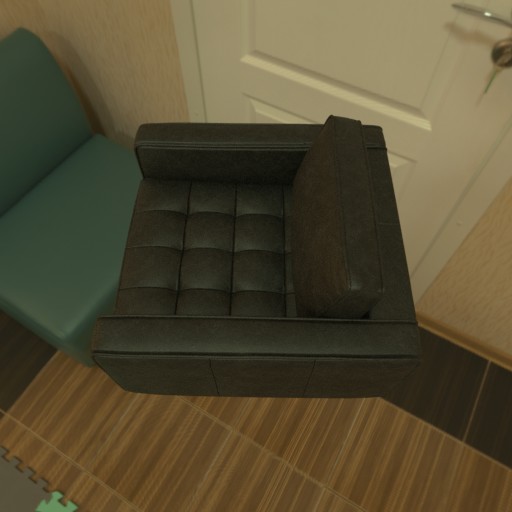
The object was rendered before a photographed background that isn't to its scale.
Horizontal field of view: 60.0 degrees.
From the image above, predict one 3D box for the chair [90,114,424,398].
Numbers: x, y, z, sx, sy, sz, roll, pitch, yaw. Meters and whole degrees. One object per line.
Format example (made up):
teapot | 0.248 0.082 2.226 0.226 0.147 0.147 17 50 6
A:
chair | 0.000 0.000 1.556 0.914 0.763 0.889 1 60 1
